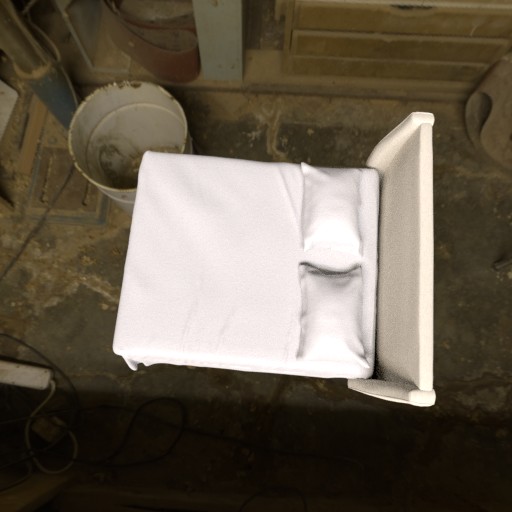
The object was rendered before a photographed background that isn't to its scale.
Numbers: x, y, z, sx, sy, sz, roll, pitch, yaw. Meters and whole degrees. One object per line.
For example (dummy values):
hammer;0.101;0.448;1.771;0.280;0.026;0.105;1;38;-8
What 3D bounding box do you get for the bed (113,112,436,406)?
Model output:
bed;0.000;0.000;3.434;2.276;1.332;1.925;5;77;1
